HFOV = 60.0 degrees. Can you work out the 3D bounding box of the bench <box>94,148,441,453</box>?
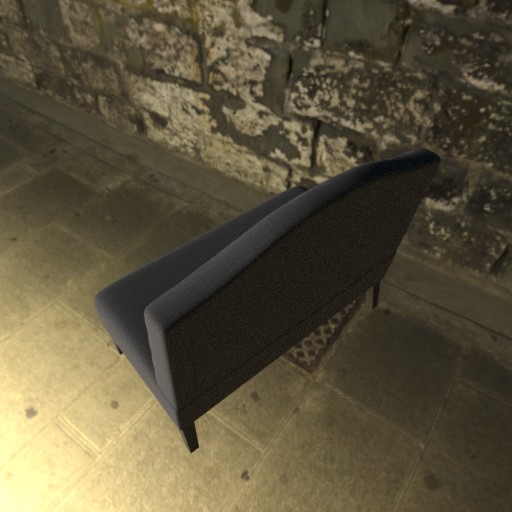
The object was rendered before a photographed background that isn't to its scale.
[{"bbox_3d":[0.000,0.000,2.023,1.335,1.180,0.815,-31,53,-27],"label":"bench"}]
